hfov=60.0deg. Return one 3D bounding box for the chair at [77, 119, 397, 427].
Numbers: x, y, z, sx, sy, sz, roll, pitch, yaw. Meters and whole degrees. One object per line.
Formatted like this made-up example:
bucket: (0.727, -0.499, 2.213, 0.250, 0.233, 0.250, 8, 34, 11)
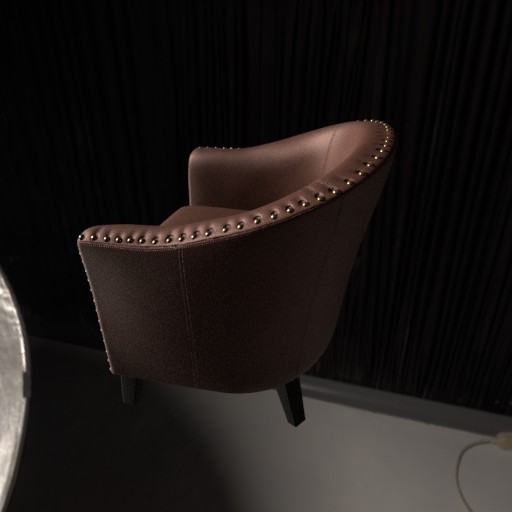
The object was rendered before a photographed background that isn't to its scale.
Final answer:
chair: (0.000, 0.000, 1.412, 0.748, 0.823, 0.794, 8, 31, 13)
